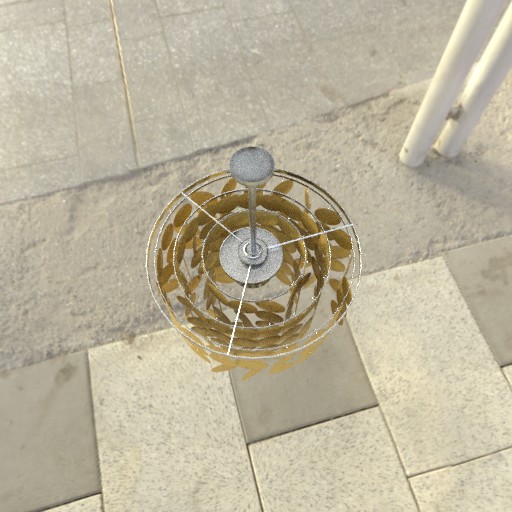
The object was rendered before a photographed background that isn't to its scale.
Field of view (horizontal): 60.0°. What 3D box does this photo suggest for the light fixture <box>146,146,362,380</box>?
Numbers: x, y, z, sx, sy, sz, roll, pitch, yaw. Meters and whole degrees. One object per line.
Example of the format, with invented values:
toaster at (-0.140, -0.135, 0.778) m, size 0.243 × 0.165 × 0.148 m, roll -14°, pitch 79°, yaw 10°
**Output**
light fixture at (0.000, 0.000, 0.748) m, size 0.368 × 0.492 × 0.368 m, roll 0°, pitch 63°, yaw 0°
